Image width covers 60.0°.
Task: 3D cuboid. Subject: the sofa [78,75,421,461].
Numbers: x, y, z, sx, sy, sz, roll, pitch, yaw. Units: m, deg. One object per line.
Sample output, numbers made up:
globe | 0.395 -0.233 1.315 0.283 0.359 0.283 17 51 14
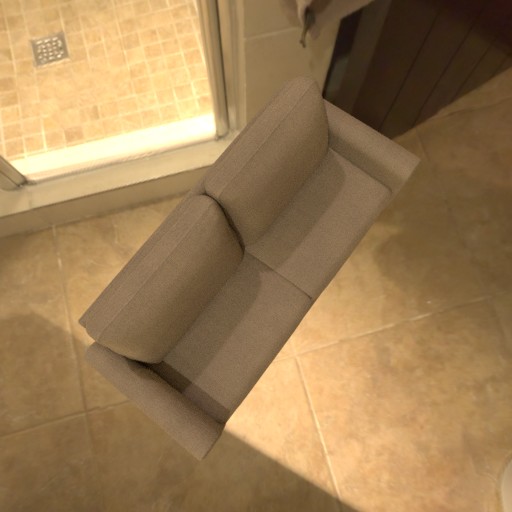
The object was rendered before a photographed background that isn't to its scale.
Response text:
sofa | 0.000 0.000 2.433 0.842 0.942 1.935 36 78 9
